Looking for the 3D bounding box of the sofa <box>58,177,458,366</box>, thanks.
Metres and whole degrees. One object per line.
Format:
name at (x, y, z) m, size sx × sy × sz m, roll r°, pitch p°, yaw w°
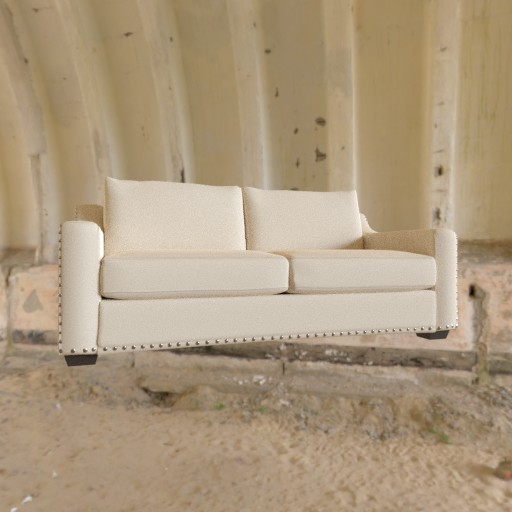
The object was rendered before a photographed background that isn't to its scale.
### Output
sofa at (0.000, 0.000, 2.313) m, size 1.812 × 0.830 × 0.949 m, roll 0°, pitch 0°, yaw -18°
